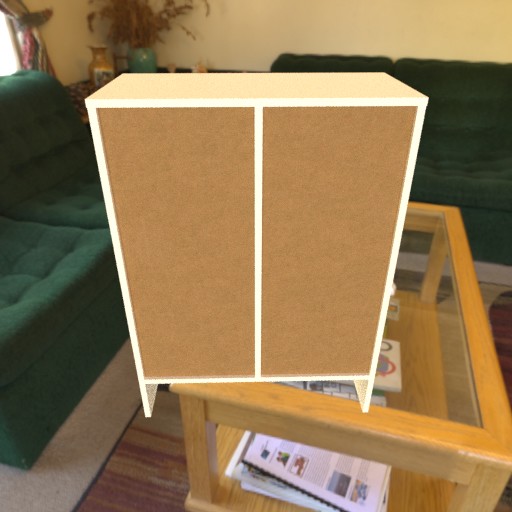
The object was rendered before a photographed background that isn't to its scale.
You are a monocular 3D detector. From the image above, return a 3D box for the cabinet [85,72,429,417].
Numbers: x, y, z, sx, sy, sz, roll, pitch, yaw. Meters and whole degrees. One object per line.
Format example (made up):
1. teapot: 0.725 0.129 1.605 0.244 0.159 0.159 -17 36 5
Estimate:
1. cabinet: 0.000 0.000 1.108 0.600 0.815 0.296 -1 31 -1
